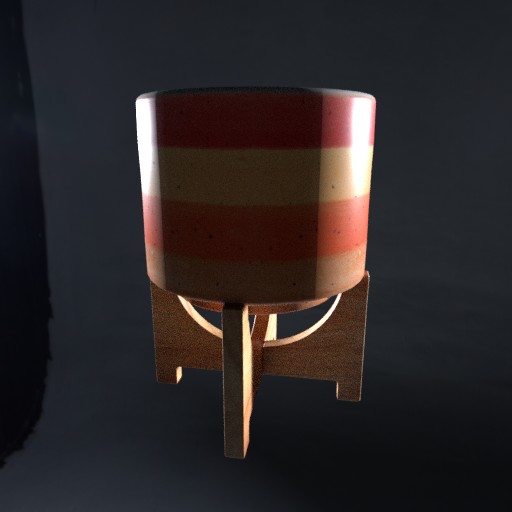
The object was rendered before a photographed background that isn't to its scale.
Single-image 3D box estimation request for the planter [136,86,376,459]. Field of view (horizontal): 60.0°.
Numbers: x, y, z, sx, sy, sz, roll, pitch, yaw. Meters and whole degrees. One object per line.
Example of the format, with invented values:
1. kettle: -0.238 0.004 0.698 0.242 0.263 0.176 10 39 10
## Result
1. planter: 0.000 0.000 0.398 0.199 0.268 0.199 0 15 0
